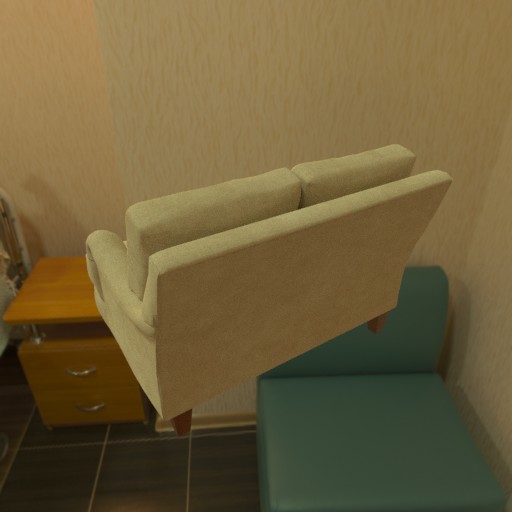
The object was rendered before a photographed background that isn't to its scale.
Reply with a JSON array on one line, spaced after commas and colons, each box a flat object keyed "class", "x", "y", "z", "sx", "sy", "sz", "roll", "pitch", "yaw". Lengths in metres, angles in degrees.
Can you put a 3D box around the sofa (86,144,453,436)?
[{"class": "sofa", "x": 0.000, "y": 0.000, "z": 2.263, "sx": 1.498, "sy": 1.087, "sz": 1.086, "roll": -19, "pitch": 35, "yaw": -29}]
